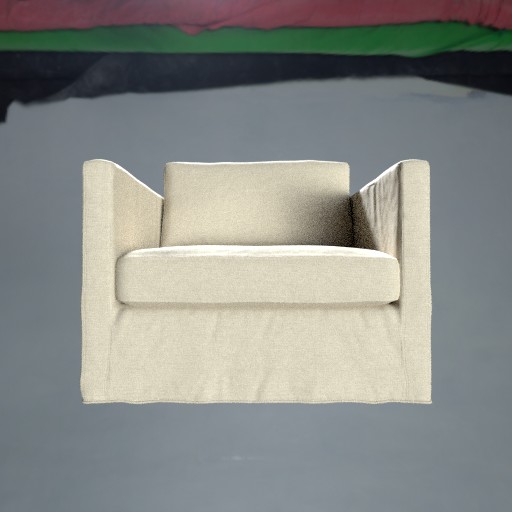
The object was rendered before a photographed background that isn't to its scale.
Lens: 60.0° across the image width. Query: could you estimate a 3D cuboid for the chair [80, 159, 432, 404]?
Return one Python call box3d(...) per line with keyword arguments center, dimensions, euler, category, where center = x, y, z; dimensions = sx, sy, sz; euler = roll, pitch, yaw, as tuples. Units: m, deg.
box3d(center=(0.000, 0.000, 1.742), dimensions=(1.057, 0.867, 0.949), euler=(0, -1, 0), category="chair")
